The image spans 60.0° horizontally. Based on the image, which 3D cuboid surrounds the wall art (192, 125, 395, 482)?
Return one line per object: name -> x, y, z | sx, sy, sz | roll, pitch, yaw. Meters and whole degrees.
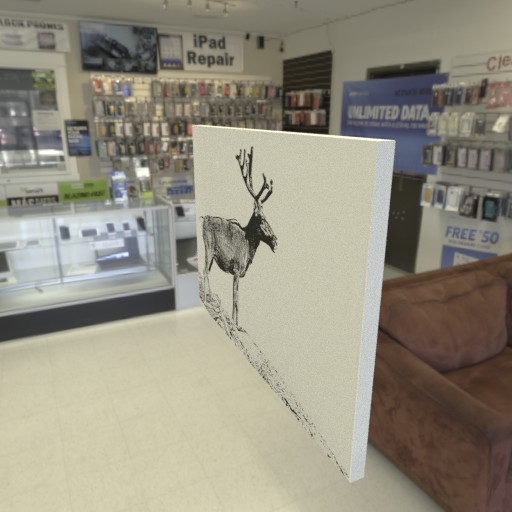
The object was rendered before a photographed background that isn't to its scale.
wall art -> 0.000, 0.000, 1.127 | 0.033, 0.617, 0.906 | -8, 20, -23
